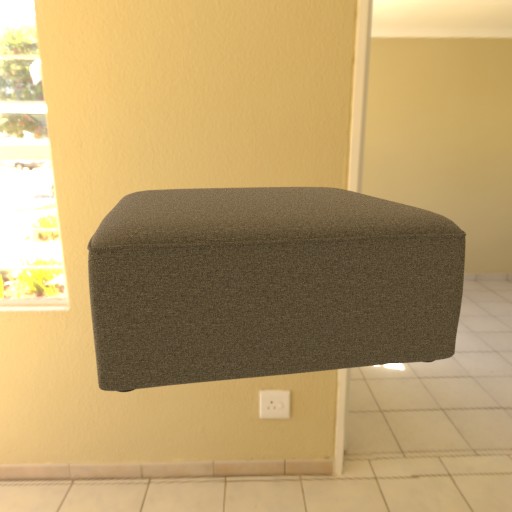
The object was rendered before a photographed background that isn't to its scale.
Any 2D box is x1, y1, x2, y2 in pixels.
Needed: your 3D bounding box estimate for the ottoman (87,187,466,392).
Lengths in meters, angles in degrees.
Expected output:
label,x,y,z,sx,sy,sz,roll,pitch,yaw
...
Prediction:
label,x,y,z,sx,sy,sz,roll,pitch,yaw
ottoman,0.000,0.000,1.623,1.005,0.464,1.015,-3,14,-11
